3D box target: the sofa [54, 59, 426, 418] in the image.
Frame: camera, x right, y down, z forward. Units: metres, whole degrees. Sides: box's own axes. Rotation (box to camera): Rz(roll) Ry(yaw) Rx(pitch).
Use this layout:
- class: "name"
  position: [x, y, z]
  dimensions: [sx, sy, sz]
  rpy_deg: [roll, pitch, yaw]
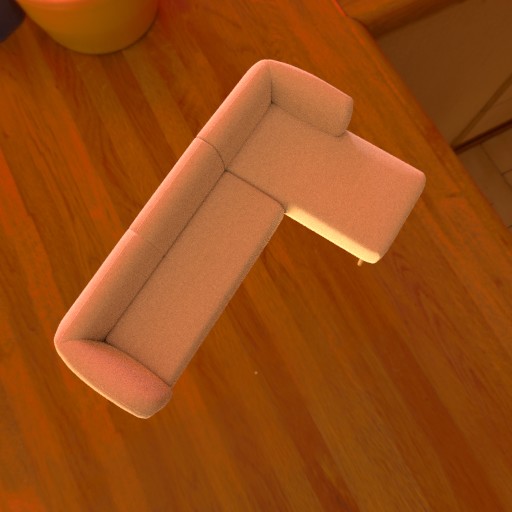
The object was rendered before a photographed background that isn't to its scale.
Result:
- class: "sofa"
  position: [0.000, 0.000, 3.275]
  dimensions: [1.610, 0.730, 2.660]
  rpy_deg: [32, 77, 8]
